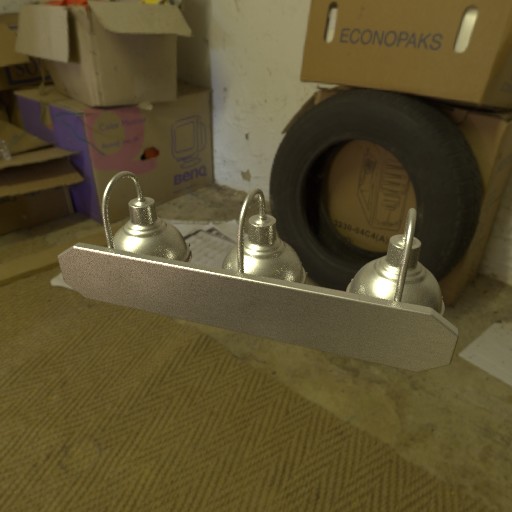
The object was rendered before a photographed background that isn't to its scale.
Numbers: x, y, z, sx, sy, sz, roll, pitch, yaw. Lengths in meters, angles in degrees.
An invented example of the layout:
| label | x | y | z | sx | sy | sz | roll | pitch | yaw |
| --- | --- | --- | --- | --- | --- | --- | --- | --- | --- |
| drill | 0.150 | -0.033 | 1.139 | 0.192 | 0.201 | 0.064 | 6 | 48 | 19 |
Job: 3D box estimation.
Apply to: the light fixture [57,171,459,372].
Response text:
| label | x | y | z | sx | sy | sz | roll | pitch | yaw |
| --- | --- | --- | --- | --- | --- | --- | --- | --- | --- |
| light fixture | 0.000 | 0.000 | 0.757 | 0.634 | 0.254 | 0.229 | 10 | 32 | 16 |
